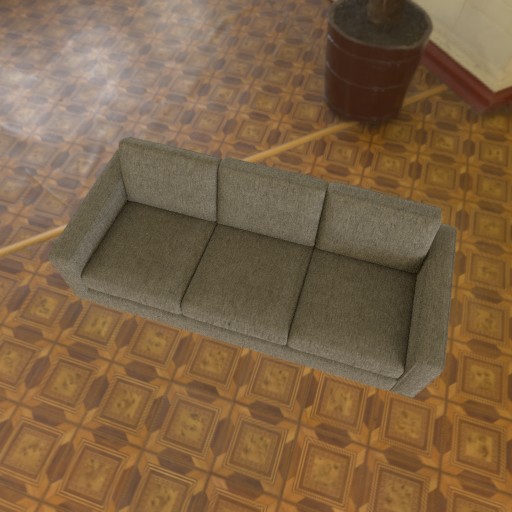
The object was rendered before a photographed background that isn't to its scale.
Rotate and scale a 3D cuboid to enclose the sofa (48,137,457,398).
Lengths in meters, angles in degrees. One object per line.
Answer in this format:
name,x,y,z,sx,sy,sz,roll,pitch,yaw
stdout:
sofa,0.000,0.000,2.621,2.160,0.800,0.900,15,59,9
